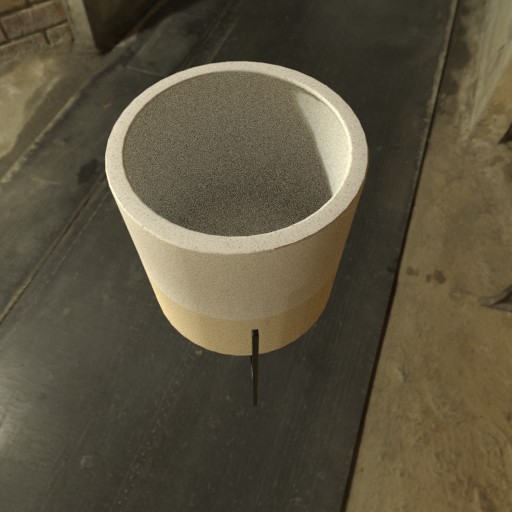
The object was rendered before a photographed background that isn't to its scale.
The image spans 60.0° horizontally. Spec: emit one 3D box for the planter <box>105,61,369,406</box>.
[{"bbox_3d":[0.000,0.000,0.547,0.263,0.362,0.267,-15,60,-9],"label":"planter"}]
